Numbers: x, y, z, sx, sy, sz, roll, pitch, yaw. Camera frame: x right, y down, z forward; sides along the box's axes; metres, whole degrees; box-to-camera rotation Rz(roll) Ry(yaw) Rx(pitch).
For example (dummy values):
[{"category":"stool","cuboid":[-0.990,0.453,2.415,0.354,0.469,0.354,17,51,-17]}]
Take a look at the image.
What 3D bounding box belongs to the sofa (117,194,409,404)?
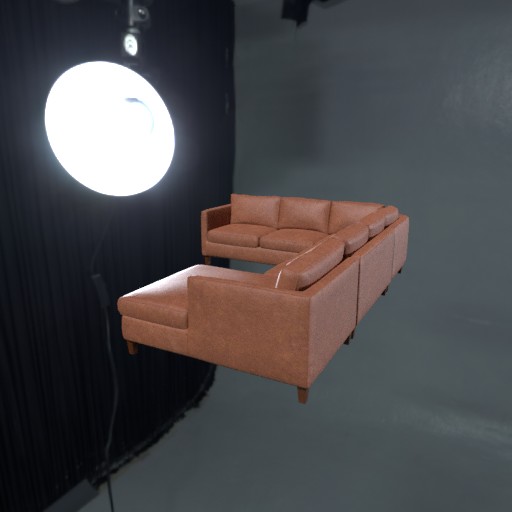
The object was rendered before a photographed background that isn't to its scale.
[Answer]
[{"category":"sofa","cuboid":[0.000,0.000,4.752,2.593,0.923,3.460,8,16,27]}]
